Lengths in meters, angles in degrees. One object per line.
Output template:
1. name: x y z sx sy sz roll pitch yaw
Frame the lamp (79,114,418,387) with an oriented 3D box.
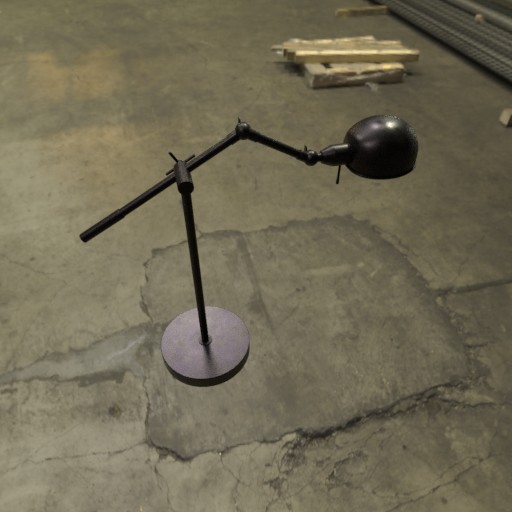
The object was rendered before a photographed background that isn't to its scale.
1. lamp: 0.000 0.000 0.799 0.567 0.495 0.185 -10 44 -10
